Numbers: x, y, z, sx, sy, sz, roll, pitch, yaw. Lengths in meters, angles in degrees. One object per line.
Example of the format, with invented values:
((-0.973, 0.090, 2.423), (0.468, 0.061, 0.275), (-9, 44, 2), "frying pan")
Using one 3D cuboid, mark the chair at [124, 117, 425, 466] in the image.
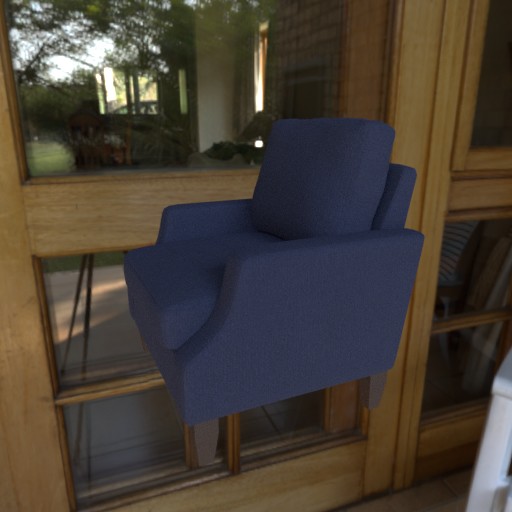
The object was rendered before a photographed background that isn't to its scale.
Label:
((0.000, 0.000, 1.661), (0.897, 0.991, 0.855), (-8, 18, -24), "chair")
